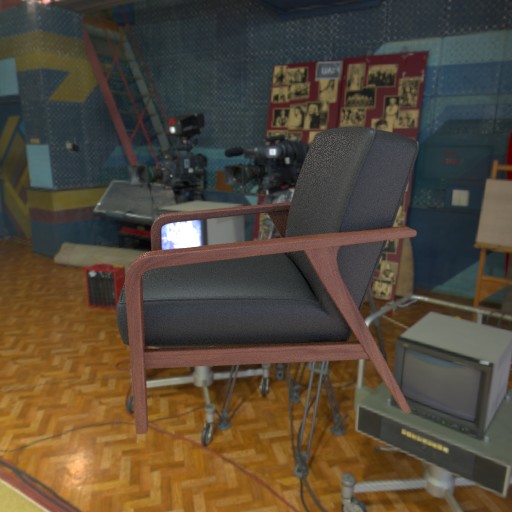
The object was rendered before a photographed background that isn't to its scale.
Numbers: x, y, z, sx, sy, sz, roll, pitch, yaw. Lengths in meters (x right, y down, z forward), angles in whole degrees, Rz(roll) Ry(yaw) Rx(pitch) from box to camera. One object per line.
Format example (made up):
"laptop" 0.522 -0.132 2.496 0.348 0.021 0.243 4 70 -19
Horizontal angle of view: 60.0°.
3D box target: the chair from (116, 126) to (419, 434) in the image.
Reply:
"chair" 0.000 0.000 1.540 0.889 0.861 0.719 -2 15 -7
